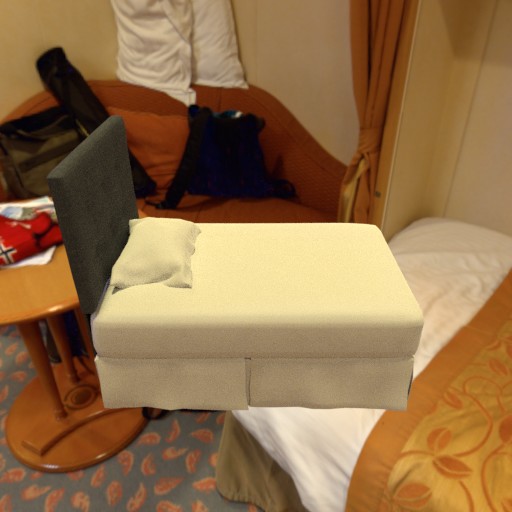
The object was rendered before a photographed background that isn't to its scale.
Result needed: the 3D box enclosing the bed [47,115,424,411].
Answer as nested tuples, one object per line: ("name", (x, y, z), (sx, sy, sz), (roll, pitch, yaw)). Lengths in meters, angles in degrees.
("bed", (0.000, 0.000, 2.946), (1.997, 1.571, 1.261), (0, 32, 0))
